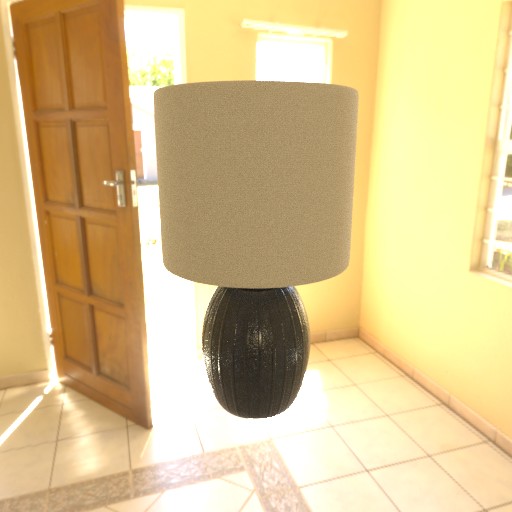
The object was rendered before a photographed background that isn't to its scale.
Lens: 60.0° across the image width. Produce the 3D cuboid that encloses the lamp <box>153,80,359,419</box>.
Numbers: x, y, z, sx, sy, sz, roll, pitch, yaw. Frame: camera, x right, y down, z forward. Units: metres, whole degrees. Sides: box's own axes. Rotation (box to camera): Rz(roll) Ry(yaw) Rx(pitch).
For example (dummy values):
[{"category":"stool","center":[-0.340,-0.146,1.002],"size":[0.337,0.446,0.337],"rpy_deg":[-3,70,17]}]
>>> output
[{"category":"lamp","center":[0.000,0.000,0.792],"size":[0.329,0.570,0.329],"rpy_deg":[-8,16,-27]}]
